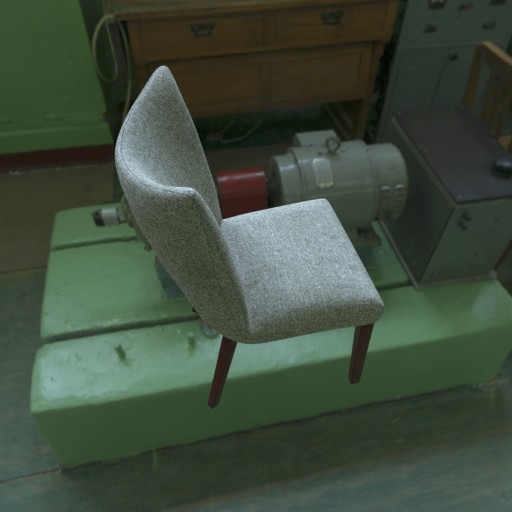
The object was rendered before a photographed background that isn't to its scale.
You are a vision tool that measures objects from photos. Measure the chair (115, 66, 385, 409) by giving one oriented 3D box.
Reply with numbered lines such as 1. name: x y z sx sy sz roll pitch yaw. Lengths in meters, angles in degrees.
1. chair: 0.000 0.000 1.282 0.623 0.924 0.535 -10 48 -9
